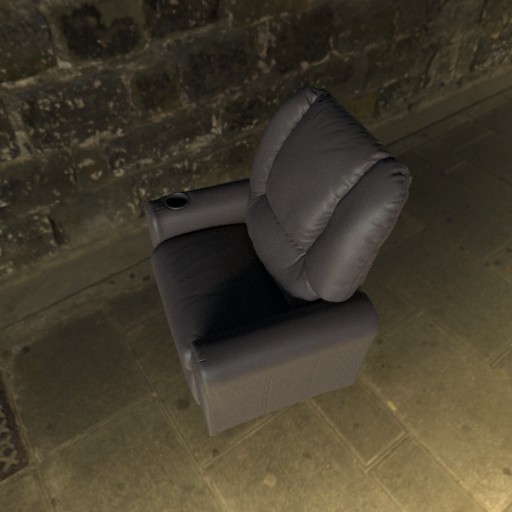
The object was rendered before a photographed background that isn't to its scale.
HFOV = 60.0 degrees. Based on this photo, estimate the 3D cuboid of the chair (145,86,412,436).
[{"bbox_3d":[0.000,0.000,1.161,0.521,0.709,0.610,-15,49,-14],"label":"chair"}]
